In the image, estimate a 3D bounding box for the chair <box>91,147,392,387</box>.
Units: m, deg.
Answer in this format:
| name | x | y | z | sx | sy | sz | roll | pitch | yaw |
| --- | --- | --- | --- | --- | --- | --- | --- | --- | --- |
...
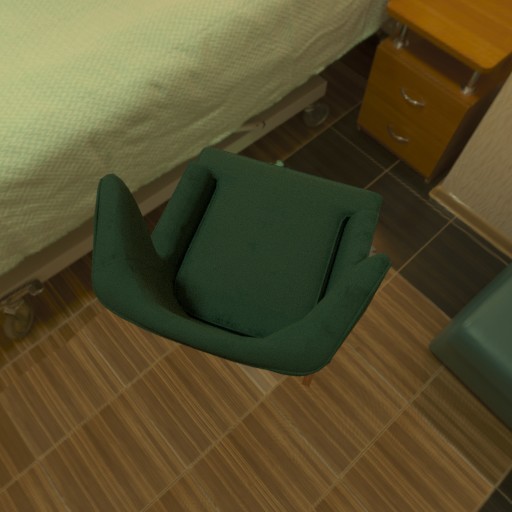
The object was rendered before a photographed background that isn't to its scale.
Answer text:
| name | x | y | z | sx | sy | sz | roll | pitch | yaw |
| --- | --- | --- | --- | --- | --- | --- | --- | --- | --- |
| chair | 0.000 | 0.000 | 1.604 | 0.793 | 0.952 | 0.910 | 17 | 65 | 8 |
